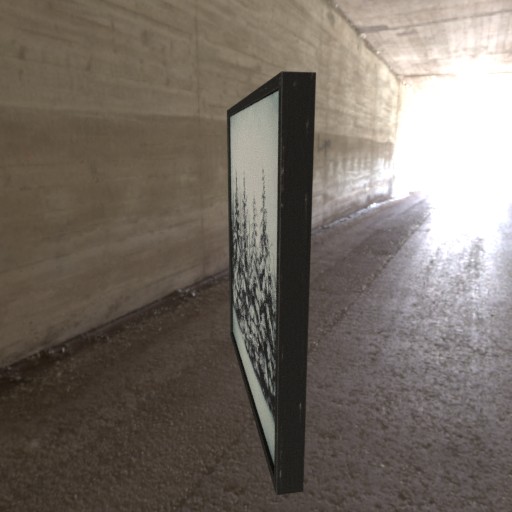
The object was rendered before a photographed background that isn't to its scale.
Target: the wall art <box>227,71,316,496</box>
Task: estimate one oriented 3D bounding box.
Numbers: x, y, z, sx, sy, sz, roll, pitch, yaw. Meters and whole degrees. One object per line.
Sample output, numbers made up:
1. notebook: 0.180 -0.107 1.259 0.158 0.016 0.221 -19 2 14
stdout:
1. wall art: 0.000 0.000 0.749 0.036 0.506 0.506 -2 14 -10
